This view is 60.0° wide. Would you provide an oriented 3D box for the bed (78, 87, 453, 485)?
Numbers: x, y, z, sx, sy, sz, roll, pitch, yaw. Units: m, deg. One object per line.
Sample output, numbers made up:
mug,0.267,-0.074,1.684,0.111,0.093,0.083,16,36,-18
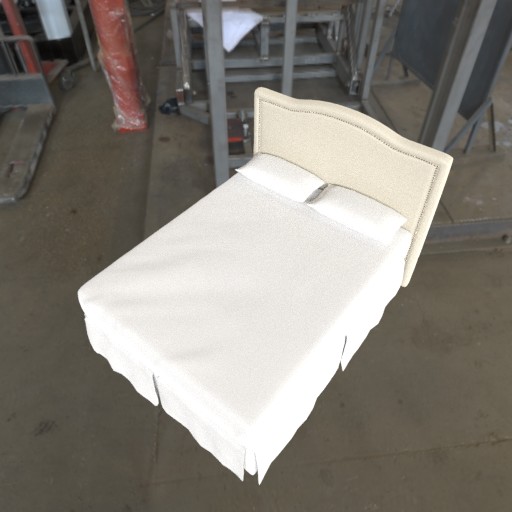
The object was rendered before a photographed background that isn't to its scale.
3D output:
bed,0.000,0.000,3.233,1.741,1.449,2.196,30,53,25
